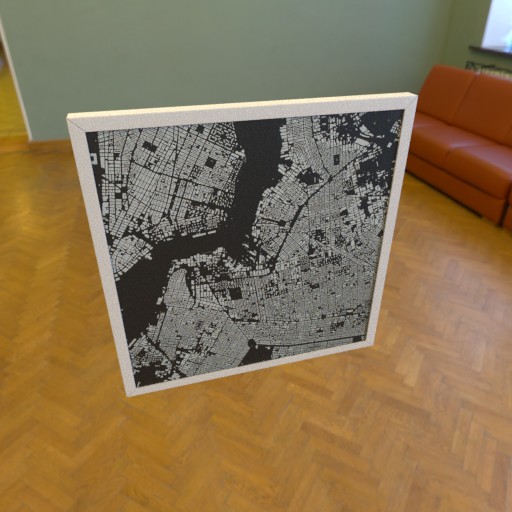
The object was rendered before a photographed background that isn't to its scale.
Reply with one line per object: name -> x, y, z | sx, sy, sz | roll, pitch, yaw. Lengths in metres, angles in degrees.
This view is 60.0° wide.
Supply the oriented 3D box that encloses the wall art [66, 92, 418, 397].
wall art -> 0.000, 0.000, 1.144 | 0.761, 0.762, 0.050 | -8, 32, -14
